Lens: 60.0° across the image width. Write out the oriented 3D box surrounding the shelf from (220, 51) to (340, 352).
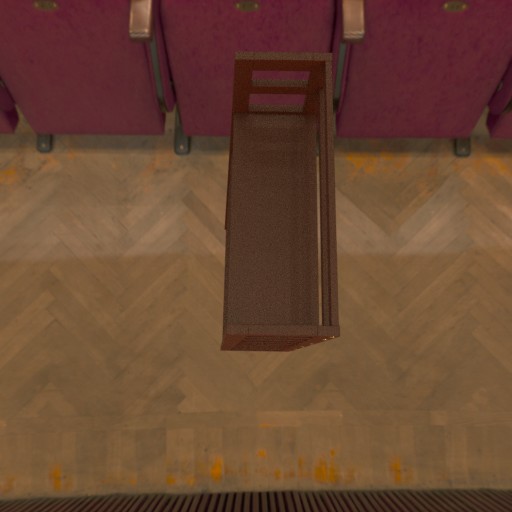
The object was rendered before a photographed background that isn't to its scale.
[{"bbox_3d":[0.000,0.000,1.894,0.403,1.600,0.763,1,77,0],"label":"shelf"}]
